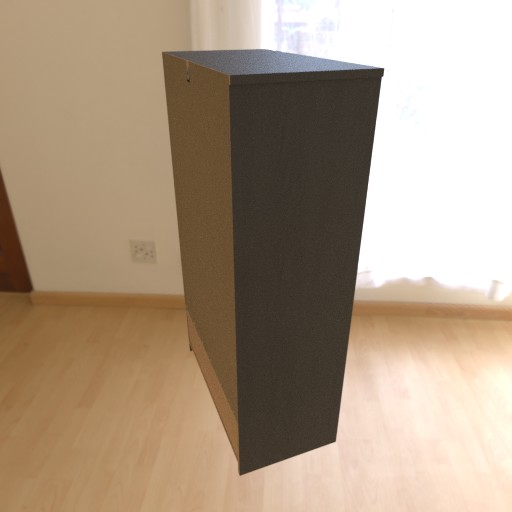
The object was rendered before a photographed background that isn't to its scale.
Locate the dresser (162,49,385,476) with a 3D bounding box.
[{"bbox_3d":[0.000,0.000,1.535,0.399,1.255,0.704,-11,30,-19],"label":"dresser"}]
